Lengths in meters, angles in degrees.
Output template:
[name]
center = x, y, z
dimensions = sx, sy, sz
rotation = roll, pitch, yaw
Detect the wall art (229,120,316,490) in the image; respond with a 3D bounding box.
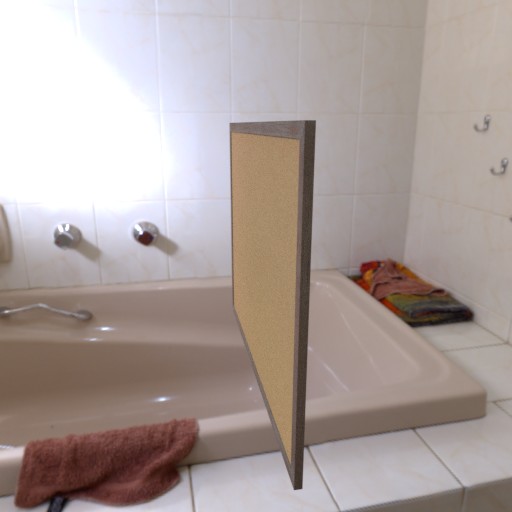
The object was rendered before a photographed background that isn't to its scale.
[wall art]
center = 0.000, 0.000, 1.339
dimensions = 0.019, 0.774, 1.012
rotation = -3, 17, -10
